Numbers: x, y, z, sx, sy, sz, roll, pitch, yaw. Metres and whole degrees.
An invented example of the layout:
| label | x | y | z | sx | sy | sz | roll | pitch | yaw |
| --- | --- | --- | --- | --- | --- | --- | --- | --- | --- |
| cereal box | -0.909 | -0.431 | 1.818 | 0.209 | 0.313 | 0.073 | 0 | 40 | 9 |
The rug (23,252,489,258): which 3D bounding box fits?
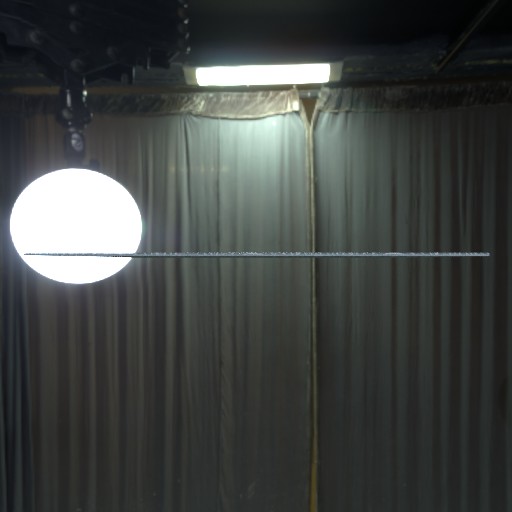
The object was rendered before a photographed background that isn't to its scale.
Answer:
| label | x | y | z | sx | sy | sz | roll | pitch | yaw |
| --- | --- | --- | --- | --- | --- | --- | --- | --- | --- |
| rug | 0.000 | 0.000 | 4.105 | 3.042 | 0.021 | 2.456 | 0 | -1 | 0 |
